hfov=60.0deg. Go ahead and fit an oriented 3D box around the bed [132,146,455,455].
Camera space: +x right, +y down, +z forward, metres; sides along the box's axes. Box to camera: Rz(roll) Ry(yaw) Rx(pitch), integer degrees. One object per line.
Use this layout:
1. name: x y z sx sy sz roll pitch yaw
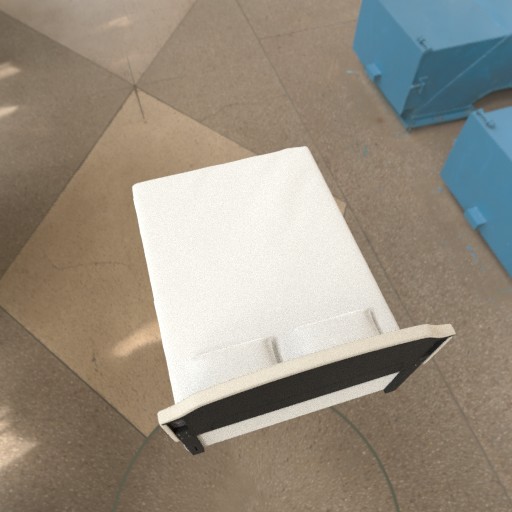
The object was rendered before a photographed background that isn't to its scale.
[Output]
1. bed: 0.000 0.000 3.003 1.558 1.270 1.999 -14 59 -9
